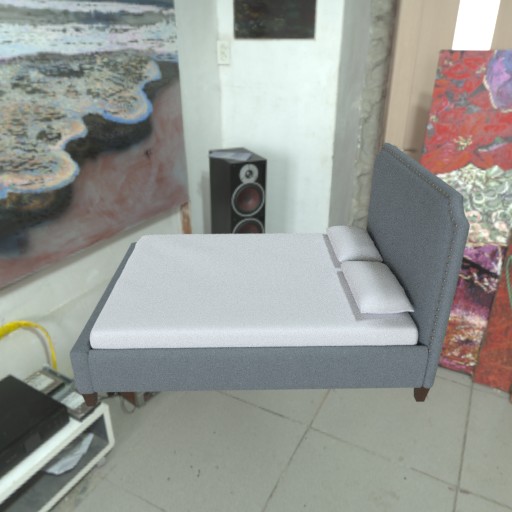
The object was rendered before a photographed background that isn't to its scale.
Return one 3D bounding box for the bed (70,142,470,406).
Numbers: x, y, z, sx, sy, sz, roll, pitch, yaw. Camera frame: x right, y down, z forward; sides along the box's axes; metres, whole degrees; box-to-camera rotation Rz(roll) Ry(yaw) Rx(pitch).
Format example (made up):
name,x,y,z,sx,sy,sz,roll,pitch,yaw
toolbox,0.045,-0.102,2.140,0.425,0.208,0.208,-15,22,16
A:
name,x,y,z,sx,sy,sz,roll,pitch,yaw
bed,0.000,0.000,3.416,2.372,1.443,1.712,-1,26,-1
